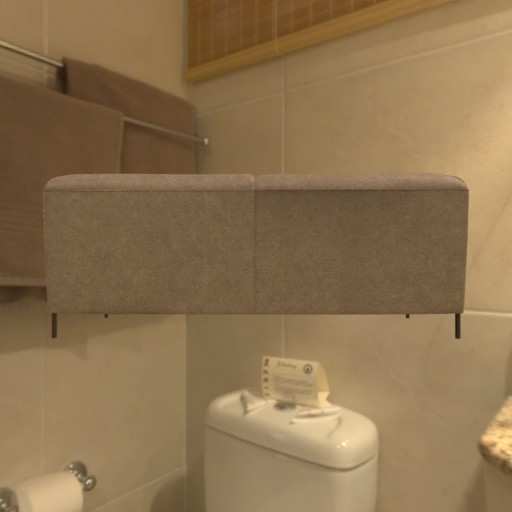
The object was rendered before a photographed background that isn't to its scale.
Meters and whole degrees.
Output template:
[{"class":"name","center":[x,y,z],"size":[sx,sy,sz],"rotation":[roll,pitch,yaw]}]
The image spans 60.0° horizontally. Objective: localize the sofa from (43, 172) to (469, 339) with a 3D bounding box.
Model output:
[{"class":"sofa","center":[0.000,0.000,2.347],"size":[1.878,0.747,0.905],"rotation":[0,0,1]}]
